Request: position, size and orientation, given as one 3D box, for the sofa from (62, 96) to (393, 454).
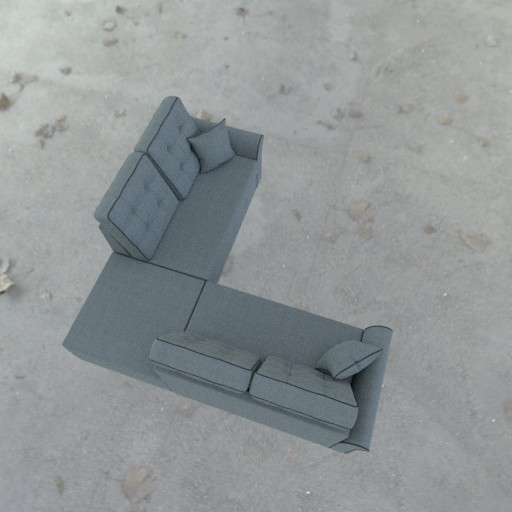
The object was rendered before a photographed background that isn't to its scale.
[{"bbox_3d":[0.000,0.000,3.224,2.068,0.988,2.070,17,64,8],"label":"sofa"}]
